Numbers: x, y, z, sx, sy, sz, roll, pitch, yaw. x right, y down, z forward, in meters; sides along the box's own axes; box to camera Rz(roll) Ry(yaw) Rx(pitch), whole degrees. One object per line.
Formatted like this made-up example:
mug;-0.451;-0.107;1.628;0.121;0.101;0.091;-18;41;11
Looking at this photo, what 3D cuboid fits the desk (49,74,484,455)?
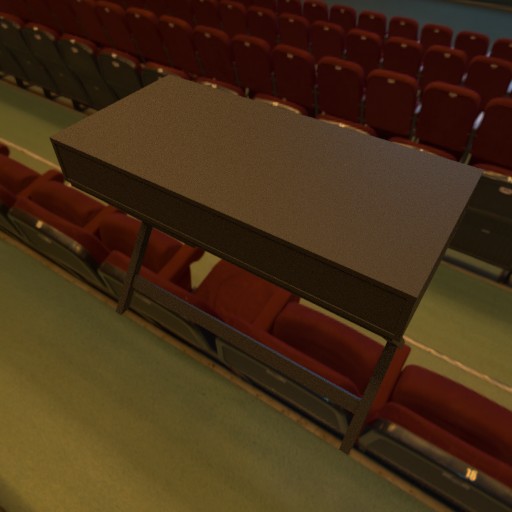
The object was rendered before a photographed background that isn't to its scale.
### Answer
desk;0.000;0.000;1.460;1.057;0.780;0.504;25;50;23
